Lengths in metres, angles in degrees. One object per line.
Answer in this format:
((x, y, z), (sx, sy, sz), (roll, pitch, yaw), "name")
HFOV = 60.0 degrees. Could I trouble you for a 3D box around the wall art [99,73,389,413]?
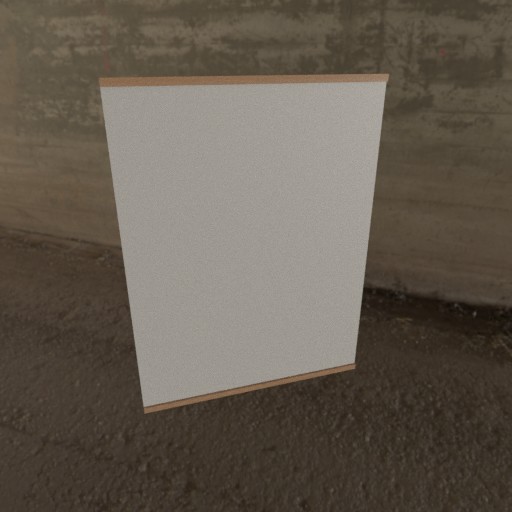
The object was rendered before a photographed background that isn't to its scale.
((0.000, 0.000, 0.805), (0.459, 0.608, 0.012), (-7, 25, -16), "wall art")
